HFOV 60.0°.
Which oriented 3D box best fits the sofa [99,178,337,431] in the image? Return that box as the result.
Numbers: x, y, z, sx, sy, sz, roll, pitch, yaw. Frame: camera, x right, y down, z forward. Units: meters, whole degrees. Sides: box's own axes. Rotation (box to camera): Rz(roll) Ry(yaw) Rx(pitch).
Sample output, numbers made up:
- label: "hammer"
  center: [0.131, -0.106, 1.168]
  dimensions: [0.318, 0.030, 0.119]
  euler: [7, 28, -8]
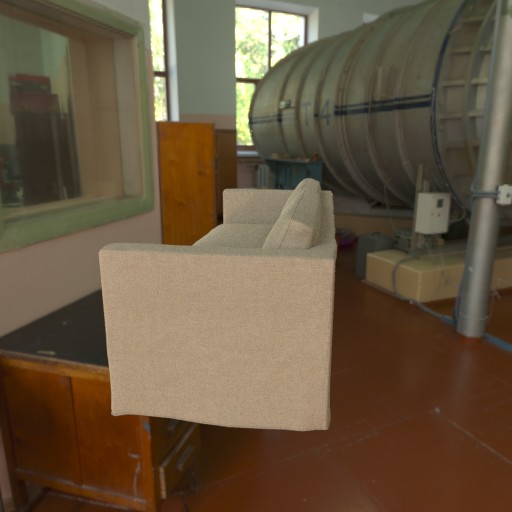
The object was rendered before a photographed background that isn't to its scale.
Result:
- label: "sofa"
  center: [0.000, 0.000, 2.798]
  dimensions: [0.956, 0.847, 2.296]
  euler: [2, 15, 9]
